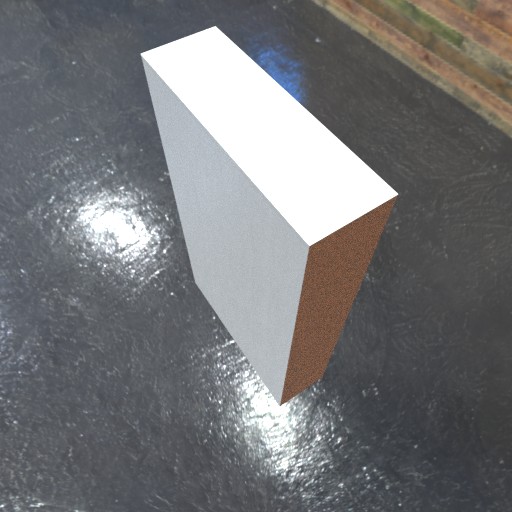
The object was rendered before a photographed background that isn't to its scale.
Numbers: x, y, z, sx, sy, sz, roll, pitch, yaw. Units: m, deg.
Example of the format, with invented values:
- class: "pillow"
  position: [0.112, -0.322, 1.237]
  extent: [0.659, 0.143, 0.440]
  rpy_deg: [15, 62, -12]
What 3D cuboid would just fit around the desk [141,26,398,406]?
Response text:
- class: "desk"
  position: [0.000, 0.000, 1.610]
  extent: [0.250, 1.280, 0.750]
  rpy_deg: [-29, 62, -17]
